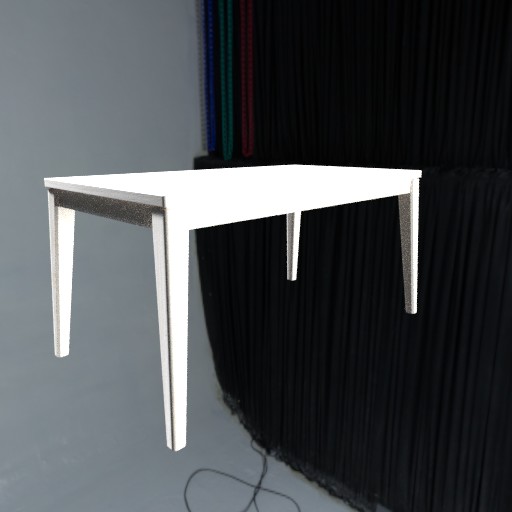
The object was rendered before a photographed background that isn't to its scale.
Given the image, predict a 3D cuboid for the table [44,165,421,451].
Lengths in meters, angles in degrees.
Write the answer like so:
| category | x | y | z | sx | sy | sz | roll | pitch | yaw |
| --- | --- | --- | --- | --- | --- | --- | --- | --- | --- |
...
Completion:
| category | x | y | z | sx | sy | sz | roll | pitch | yaw |
| --- | --- | --- | --- | --- | --- | --- | --- | --- | --- |
| table | 0.000 | 0.000 | 2.088 | 0.900 | 0.760 | 1.600 | 14 | 20 | 43 |
